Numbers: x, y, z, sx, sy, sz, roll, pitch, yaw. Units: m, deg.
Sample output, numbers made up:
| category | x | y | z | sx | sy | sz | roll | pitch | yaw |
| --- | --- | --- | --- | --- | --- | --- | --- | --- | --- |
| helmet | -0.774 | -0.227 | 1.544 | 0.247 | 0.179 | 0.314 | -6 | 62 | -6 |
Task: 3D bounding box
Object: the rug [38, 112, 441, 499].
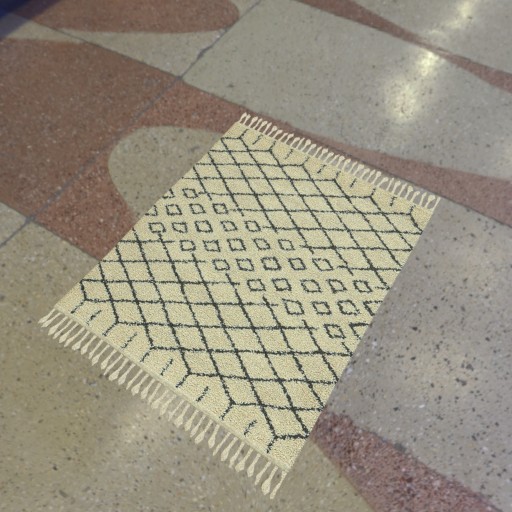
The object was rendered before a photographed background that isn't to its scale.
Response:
| category | x | y | z | sx | sy | sz | roll | pitch | yaw |
| --- | --- | --- | --- | --- | --- | --- | --- | --- | --- |
| rug | 0.000 | 0.000 | 4.121 | 2.388 | 0.030 | 3.213 | 29 | 62 | 17 |
